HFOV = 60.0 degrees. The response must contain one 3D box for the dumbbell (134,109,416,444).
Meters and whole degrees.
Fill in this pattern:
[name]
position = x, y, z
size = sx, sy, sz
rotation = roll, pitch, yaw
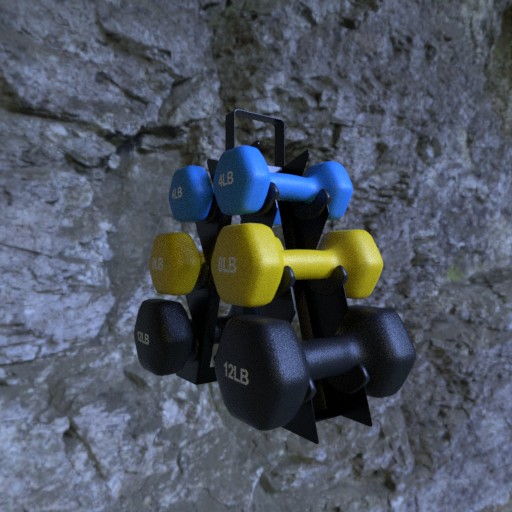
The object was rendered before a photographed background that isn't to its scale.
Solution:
[dumbbell]
position = 0.000, 0.000, 0.674
size = 0.255, 0.426, 0.409
rotation = 0, -1, -35
